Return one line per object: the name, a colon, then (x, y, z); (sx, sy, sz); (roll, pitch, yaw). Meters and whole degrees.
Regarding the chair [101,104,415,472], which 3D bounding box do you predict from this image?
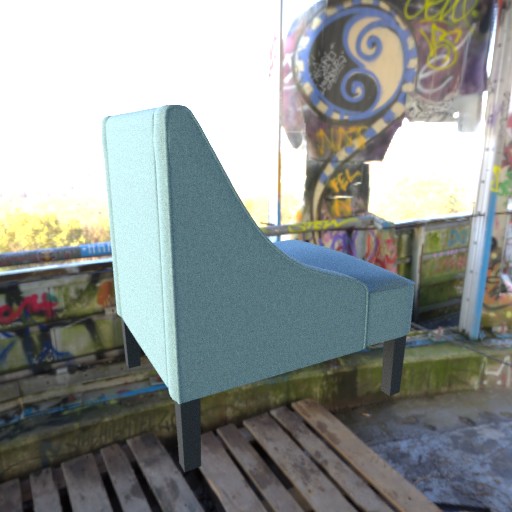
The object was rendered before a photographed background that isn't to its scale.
chair: (0.000, 0.000, 1.855); (1.025, 1.133, 0.857); (-8, 17, -28)
